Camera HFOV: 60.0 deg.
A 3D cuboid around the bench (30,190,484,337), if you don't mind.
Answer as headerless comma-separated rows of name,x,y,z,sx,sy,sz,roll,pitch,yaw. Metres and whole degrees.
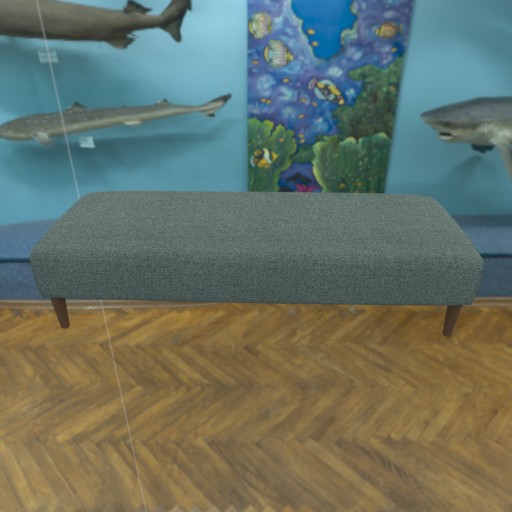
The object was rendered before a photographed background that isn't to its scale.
bench,0.000,0.000,1.867,1.598,0.384,0.631,1,30,2
